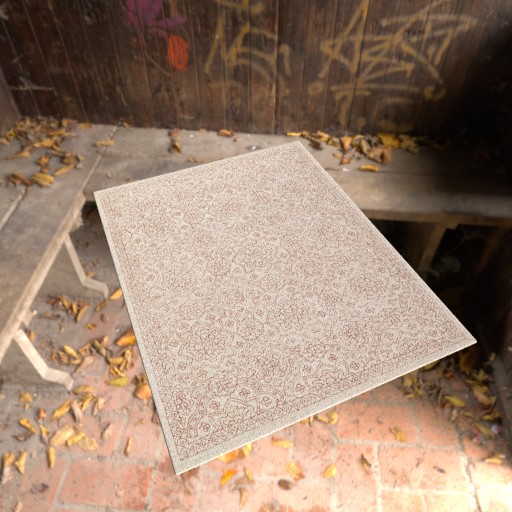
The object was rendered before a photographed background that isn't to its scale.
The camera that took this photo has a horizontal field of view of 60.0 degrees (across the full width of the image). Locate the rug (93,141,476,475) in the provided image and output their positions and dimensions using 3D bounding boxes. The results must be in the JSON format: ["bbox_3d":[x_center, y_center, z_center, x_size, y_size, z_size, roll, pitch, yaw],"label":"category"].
[{"bbox_3d":[0.000,0.000,4.078,2.441,0.015,3.050,-18,50,-16],"label":"rug"}]
